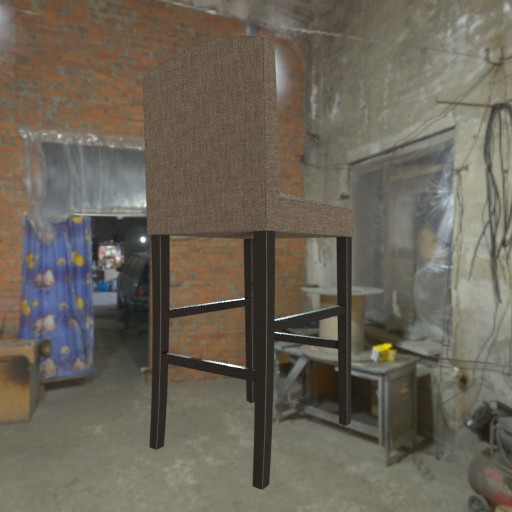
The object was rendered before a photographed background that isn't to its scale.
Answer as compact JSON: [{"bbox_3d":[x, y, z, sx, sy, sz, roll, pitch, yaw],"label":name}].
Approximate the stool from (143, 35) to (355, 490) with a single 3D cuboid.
[{"bbox_3d":[0.000,0.000,1.406,0.451,1.138,0.552,0,0,36],"label":"stool"}]
